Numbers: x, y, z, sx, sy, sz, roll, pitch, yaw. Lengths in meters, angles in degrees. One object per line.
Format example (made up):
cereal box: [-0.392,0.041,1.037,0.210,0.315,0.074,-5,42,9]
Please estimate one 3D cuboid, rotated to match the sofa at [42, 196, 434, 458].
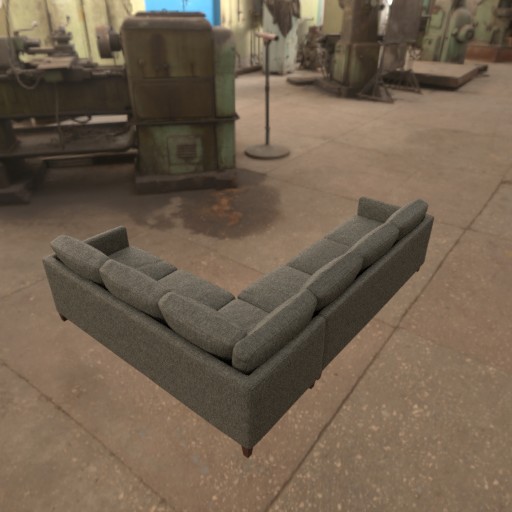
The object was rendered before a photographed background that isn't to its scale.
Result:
sofa: [0.000,0.000,4.674,2.593,0.947,3.302,23,38,33]
